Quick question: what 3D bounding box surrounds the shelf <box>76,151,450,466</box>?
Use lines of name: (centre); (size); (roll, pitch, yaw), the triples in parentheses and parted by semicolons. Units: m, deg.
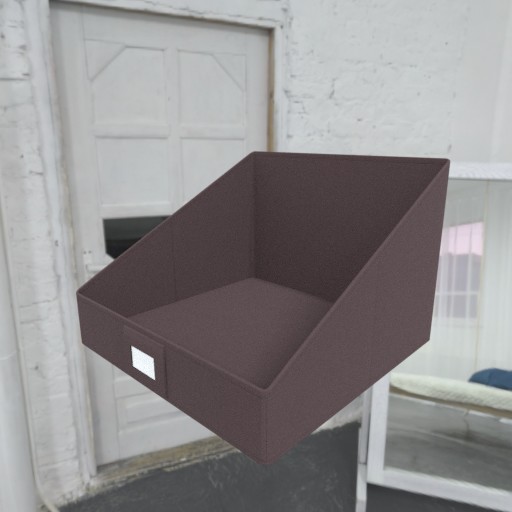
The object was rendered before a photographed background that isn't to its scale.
shelf: (0.000, 0.000, 0.489); (0.292, 0.210, 0.292); (14, 21, 42)
